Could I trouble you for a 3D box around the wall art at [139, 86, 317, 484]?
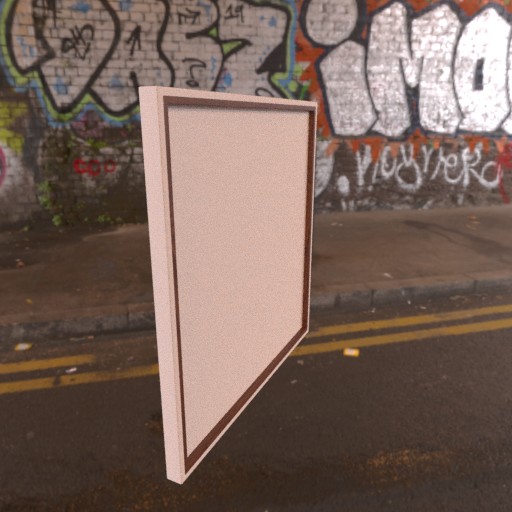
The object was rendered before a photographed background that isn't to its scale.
[{"bbox_3d":[0.000,0.000,1.491,0.049,1.009,1.009,8,19,25],"label":"wall art"}]
